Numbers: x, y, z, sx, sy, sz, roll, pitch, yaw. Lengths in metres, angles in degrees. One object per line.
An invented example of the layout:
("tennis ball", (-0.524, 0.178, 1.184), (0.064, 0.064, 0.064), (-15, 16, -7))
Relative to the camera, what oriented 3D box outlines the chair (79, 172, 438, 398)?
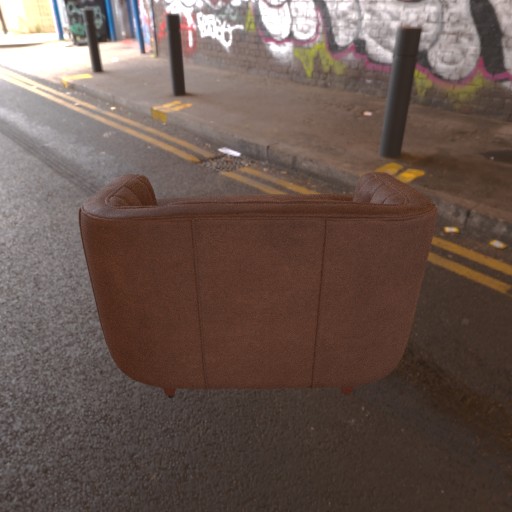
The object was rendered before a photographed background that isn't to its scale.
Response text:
("chair", (0.000, 0.000, 1.731), (1.118, 0.787, 0.914), (-1, 31, -1))
